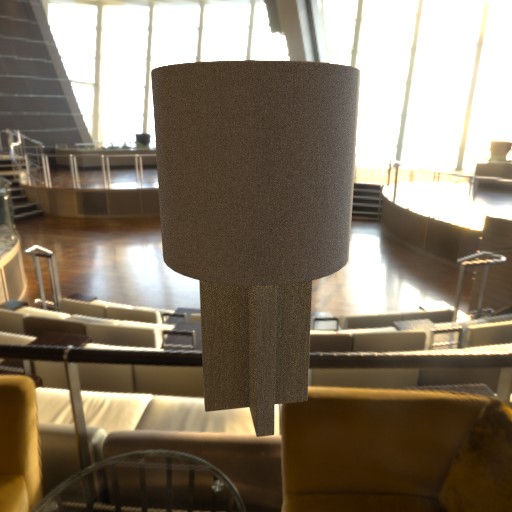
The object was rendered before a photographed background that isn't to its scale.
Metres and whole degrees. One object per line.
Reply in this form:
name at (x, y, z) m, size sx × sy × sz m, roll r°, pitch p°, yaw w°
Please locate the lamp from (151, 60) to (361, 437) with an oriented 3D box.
lamp at (0.000, 0.000, 0.557) m, size 0.229 × 0.428 × 0.229 m, roll -3°, pitch 18°, yaw -9°
